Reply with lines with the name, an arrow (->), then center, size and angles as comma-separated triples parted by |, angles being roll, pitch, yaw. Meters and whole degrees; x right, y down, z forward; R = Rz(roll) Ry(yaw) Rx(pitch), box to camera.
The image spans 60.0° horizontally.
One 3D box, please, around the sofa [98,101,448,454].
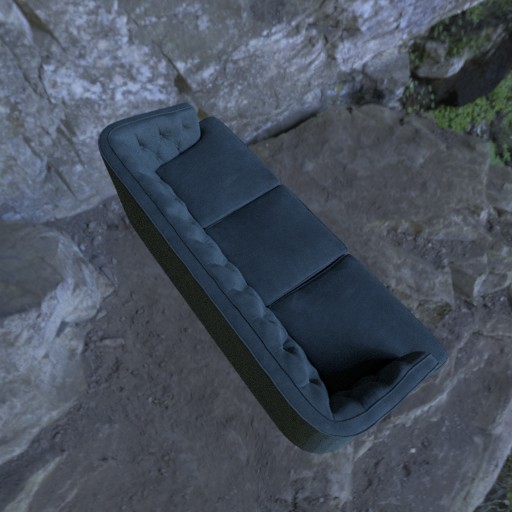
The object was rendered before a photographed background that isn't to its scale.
sofa -> 0.000, 0.000, 2.698 | 0.941, 0.855, 2.278 | -33, 65, -17
